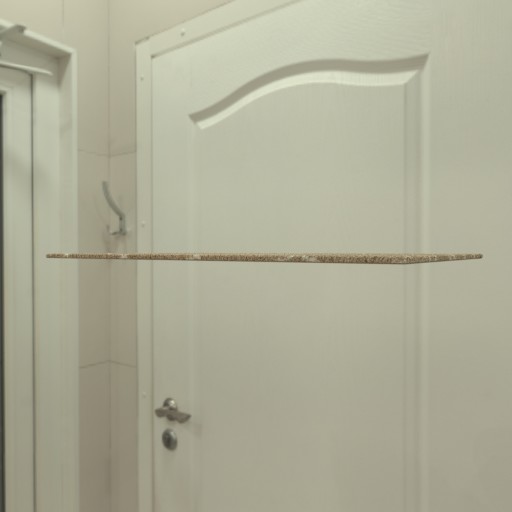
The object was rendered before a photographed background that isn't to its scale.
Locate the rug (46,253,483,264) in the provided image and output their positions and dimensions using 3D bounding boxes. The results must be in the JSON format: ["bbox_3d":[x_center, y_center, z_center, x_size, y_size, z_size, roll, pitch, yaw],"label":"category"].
[{"bbox_3d":[0.000,0.000,2.898,2.438,0.030,1.524,0,1,36],"label":"rug"}]
